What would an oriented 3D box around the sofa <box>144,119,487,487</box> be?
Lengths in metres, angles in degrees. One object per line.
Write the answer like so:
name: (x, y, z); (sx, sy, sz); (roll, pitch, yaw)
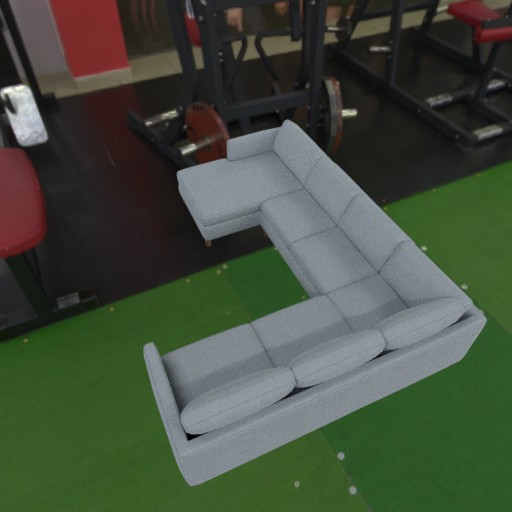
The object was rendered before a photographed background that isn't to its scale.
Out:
sofa: (0.000, 0.000, 4.266); (2.551, 0.853, 3.238); (-18, 49, -17)
